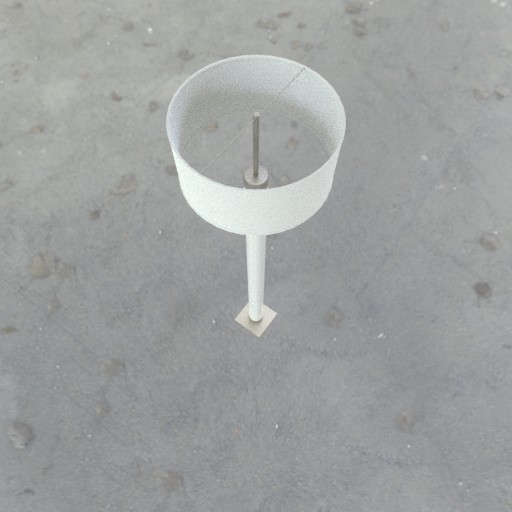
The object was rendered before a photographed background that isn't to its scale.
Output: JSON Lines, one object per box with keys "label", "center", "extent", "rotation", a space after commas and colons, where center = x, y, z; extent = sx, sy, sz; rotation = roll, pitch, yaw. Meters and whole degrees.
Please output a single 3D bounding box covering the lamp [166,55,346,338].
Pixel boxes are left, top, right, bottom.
{"label": "lamp", "center": [0.000, 0.000, 1.685], "extent": [0.420, 1.475, 0.420], "rotation": [34, 68, 15]}
